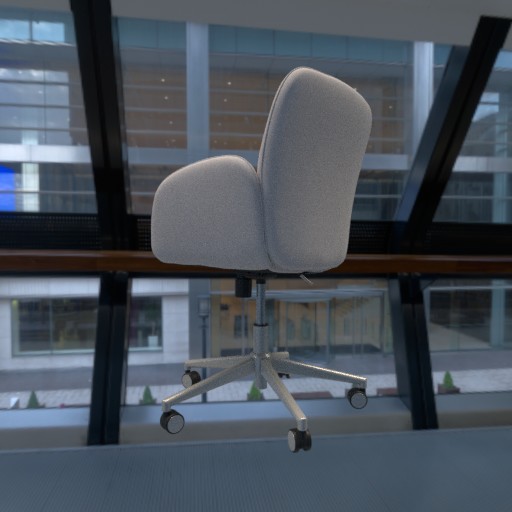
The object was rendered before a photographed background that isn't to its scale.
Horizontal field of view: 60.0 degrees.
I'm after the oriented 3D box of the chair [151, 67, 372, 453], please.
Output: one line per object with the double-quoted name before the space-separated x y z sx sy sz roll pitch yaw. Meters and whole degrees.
"chair" 0.000 0.000 1.402 0.633 0.959 0.648 2 3 36
